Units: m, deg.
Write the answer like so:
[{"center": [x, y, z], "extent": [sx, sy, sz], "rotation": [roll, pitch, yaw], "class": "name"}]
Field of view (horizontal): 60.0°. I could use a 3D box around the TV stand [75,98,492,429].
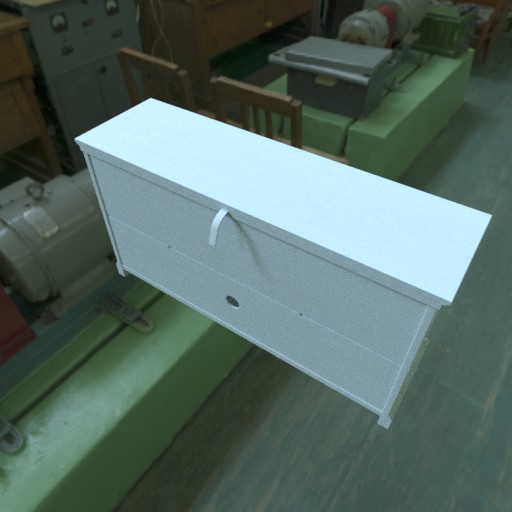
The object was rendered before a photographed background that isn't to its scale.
[{"center": [0.000, 0.000, 1.466], "extent": [1.187, 0.624, 0.424], "rotation": [25, 50, 23], "class": "TV stand"}]
